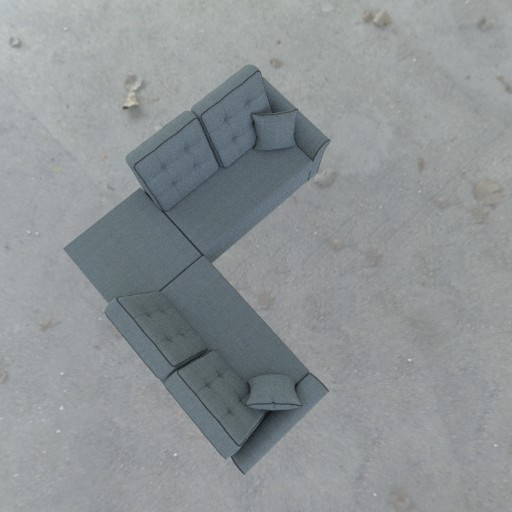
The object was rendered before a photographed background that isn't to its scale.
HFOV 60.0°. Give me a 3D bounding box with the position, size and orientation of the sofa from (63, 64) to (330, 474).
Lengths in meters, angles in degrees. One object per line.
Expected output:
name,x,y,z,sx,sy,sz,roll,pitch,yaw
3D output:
sofa,0.000,0.000,3.271,2.070,0.988,2.068,-41,79,-10
